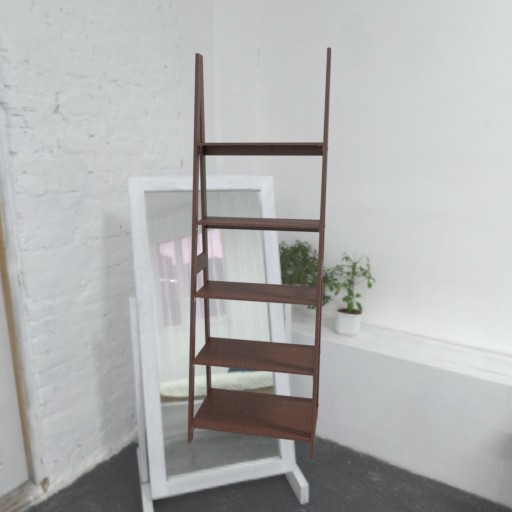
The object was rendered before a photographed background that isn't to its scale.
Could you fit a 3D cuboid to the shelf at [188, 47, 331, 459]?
[{"bbox_3d":[0.000,0.000,2.010,0.600,1.770,0.350,3,14,11],"label":"shelf"}]
